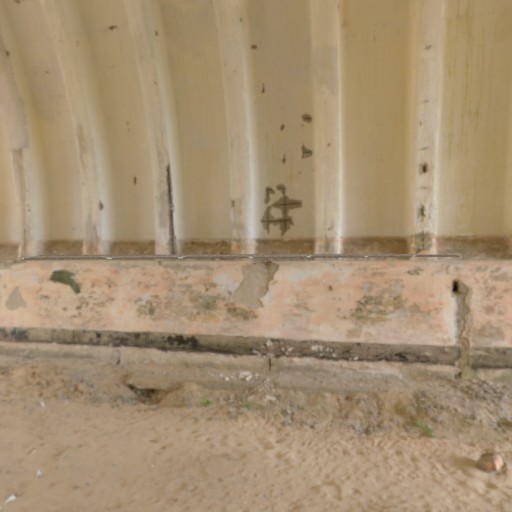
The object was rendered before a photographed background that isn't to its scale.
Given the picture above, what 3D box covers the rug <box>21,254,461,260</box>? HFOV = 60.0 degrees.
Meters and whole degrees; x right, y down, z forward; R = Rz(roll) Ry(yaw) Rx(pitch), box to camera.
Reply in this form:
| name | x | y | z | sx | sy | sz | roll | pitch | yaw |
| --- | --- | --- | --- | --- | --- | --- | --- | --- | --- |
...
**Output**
| name | x | y | z | sx | sy | sz | roll | pitch | yaw |
| --- | --- | --- | --- | --- | --- | --- | --- | --- | --- |
| rug | 0.000 | 0.000 | 2.714 | 2.464 | 0.012 | 0.773 | 0 | 1 | -20 |
